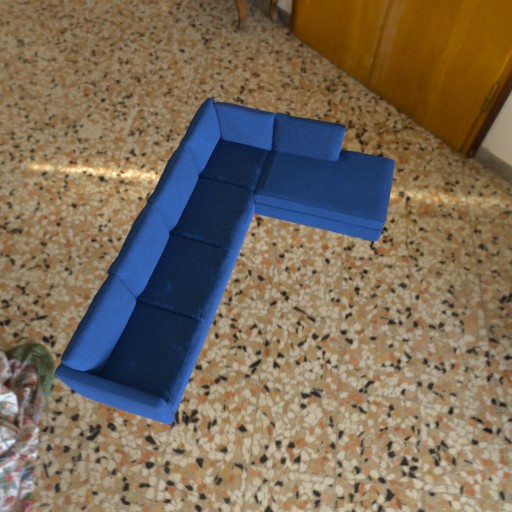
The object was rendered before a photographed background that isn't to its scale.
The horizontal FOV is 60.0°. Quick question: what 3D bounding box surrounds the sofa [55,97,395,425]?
[{"bbox_3d":[0.000,0.000,3.181,1.707,0.687,2.486,14,59,9],"label":"sofa"}]
